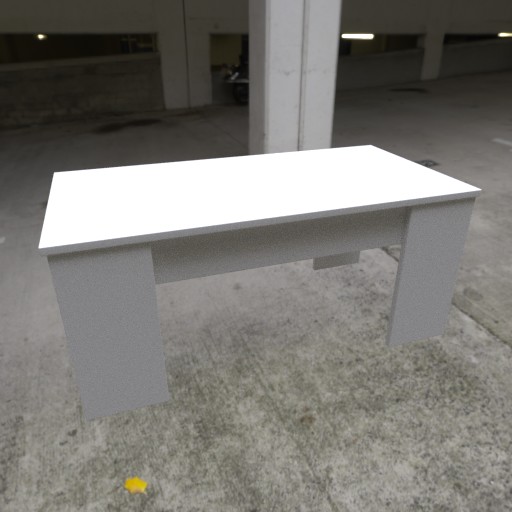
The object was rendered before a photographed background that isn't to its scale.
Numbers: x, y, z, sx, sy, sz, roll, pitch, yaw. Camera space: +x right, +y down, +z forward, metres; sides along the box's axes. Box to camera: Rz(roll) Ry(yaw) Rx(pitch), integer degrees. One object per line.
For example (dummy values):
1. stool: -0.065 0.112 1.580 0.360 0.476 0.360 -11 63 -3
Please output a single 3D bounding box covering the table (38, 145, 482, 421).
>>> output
1. table: 0.000 0.000 1.251 1.000 0.440 0.500 -9 28 -17
